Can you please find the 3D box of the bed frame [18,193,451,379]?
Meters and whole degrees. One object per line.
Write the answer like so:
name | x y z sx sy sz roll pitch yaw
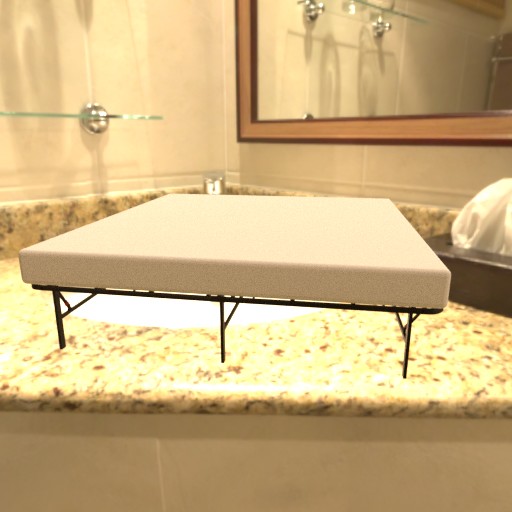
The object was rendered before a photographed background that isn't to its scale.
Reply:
bed frame | 0.000 0.000 2.944 1.935 0.525 2.033 3 16 9
